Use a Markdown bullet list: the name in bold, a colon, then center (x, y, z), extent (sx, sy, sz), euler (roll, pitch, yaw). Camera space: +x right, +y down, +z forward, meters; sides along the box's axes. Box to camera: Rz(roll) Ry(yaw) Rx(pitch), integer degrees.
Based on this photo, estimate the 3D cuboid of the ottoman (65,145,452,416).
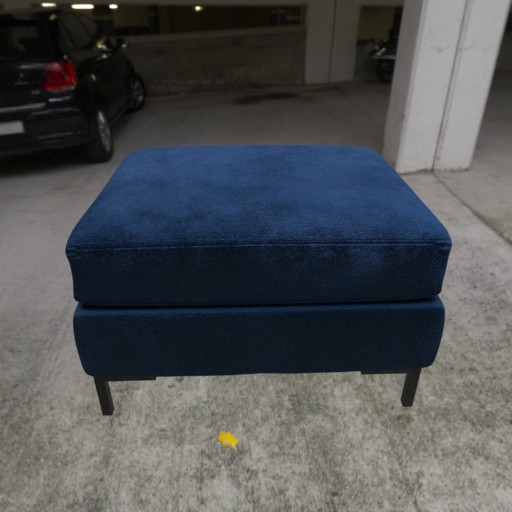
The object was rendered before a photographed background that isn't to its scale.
- **ottoman**: center (0.000, 0.000, 1.189), extent (0.794, 0.485, 0.655), euler (-1, 30, -2)
